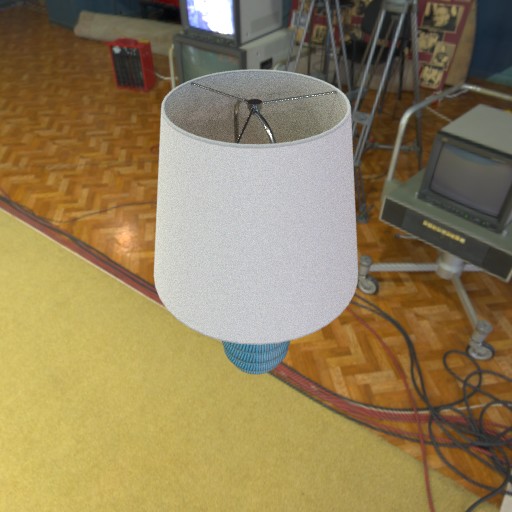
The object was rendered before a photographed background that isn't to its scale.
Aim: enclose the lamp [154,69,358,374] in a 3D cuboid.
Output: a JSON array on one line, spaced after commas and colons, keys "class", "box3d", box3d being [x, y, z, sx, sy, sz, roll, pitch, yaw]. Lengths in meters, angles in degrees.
[{"class": "lamp", "box3d": [0.000, 0.000, 0.552, 0.254, 0.392, 0.254, 0, 41, 0]}]
